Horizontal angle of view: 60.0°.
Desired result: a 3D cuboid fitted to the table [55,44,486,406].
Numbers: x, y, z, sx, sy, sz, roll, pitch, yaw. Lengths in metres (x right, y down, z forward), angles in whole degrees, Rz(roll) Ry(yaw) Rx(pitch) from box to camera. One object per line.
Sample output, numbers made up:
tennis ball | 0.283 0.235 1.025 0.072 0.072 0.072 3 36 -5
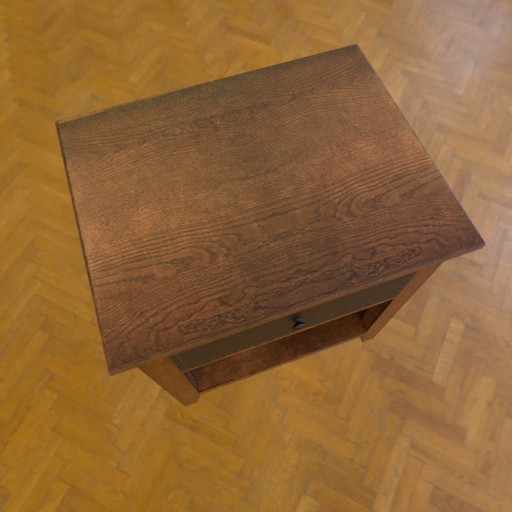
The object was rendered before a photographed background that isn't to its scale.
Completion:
table | 0.000 0.000 0.991 0.586 0.597 0.461 -18 66 -8
